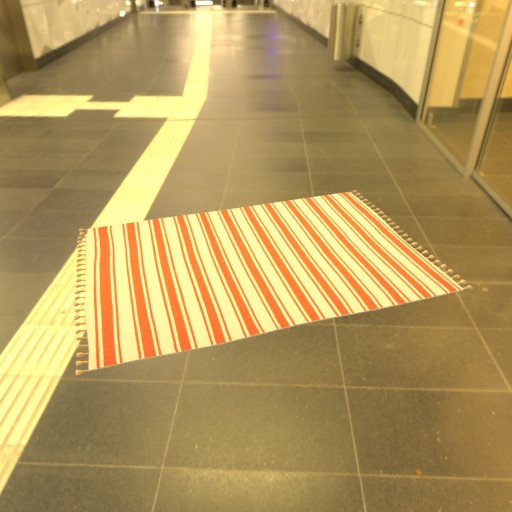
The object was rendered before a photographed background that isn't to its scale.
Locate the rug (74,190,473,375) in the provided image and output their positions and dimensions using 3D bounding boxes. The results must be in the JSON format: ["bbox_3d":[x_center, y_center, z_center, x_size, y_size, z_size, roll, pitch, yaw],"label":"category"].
[{"bbox_3d":[0.000,0.000,3.142,2.433,0.022,1.556,-10,34,-15],"label":"rug"}]
